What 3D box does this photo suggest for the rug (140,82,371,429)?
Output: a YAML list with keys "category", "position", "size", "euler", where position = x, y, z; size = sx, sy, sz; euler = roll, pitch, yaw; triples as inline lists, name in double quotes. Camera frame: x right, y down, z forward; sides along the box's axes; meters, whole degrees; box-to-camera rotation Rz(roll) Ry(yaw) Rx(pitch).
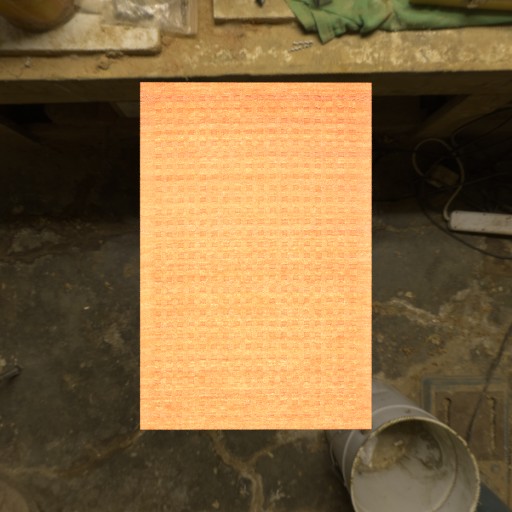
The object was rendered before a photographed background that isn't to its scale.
- category: "rug"
  position: [0.000, 0.000, 2.926]
  size: [1.524, 0.006, 2.285]
  euler: [0, 90, 0]
